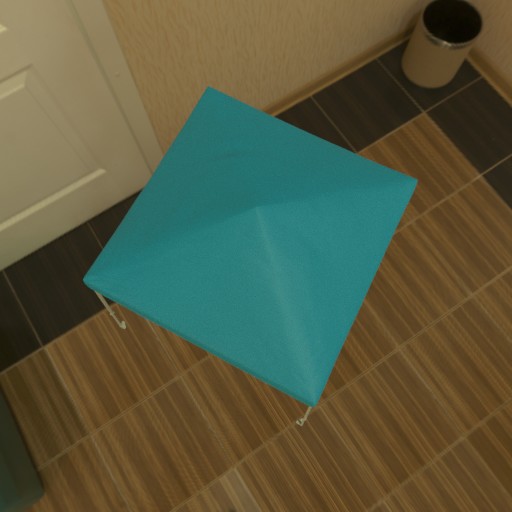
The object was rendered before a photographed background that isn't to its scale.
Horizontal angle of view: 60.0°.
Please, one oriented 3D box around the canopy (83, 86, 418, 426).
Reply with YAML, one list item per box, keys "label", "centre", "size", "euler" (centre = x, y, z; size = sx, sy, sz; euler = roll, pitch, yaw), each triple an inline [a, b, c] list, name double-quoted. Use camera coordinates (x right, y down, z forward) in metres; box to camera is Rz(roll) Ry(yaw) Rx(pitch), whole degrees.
- label: "canopy"
  centre: [0.000, 0.000, 6.371]
  size: [3.600, 3.600, 3.599]
  euler: [26, 75, 8]
